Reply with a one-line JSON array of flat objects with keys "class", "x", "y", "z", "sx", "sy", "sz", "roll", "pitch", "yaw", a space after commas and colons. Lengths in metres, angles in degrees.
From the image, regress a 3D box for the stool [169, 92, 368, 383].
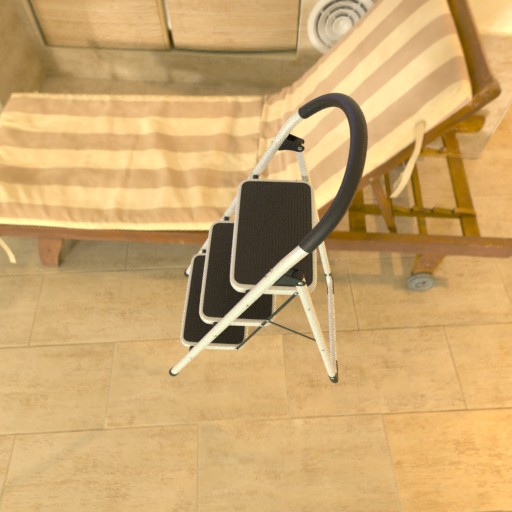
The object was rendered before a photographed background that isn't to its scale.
[{"class": "stool", "x": 0.000, "y": 0.000, "z": 1.425, "sx": 0.676, "sy": 1.109, "sz": 0.485, "roll": 2, "pitch": 58, "yaw": 1}]
